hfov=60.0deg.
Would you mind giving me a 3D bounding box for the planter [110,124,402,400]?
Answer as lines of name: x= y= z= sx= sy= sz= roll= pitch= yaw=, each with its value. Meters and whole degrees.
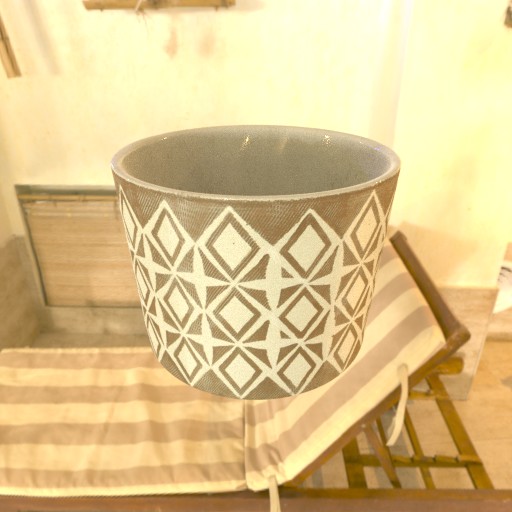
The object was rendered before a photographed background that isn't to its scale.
planter: x=0.000 y=0.000 z=0.462 sx=0.260 sy=0.220 sz=0.260 roll=0 pitch=27 yaw=0
